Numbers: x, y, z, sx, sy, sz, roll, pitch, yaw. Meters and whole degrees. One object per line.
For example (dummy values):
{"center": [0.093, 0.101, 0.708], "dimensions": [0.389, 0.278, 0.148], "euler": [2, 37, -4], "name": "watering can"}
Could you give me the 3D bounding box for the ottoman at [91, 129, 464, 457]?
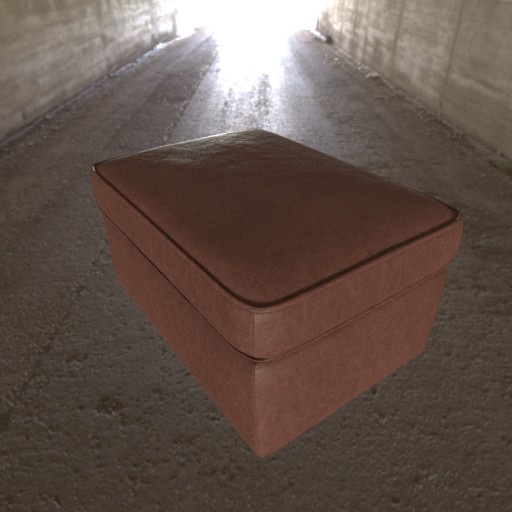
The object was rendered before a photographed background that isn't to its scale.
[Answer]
{"center": [0.000, 0.000, 1.090], "dimensions": [0.548, 0.449, 0.749], "euler": [-21, 38, -30], "name": "ottoman"}
